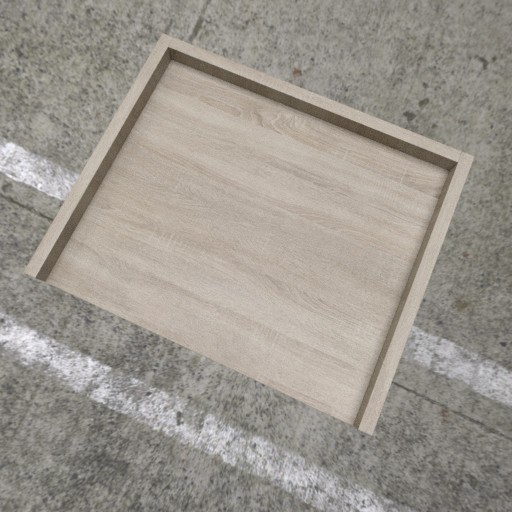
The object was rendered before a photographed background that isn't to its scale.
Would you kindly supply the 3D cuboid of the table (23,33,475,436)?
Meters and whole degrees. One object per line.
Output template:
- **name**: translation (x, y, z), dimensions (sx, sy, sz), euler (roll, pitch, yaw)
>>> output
- **table**: translation (0.000, 0.000, 0.781), dimensions (0.450, 0.470, 0.370), euler (24, 78, 5)
